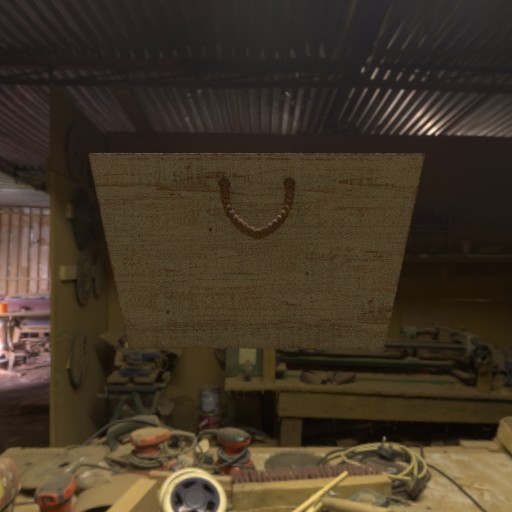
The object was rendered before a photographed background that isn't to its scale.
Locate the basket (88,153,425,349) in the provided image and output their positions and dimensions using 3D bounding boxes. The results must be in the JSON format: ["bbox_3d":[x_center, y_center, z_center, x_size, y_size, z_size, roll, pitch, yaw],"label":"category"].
[{"bbox_3d":[0.000,0.000,0.747,0.413,0.247,0.545,0,-1,0],"label":"basket"}]
